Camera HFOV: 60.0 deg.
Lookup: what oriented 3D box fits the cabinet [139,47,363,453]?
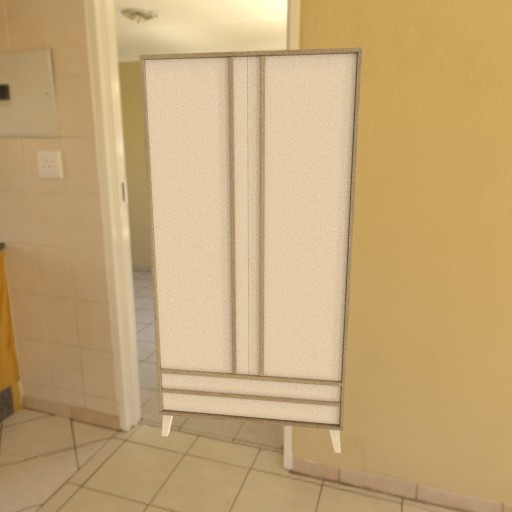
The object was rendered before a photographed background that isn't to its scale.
[{"bbox_3d":[0.000,0.000,2.471,1.006,1.999,0.571,2,13,8],"label":"cabinet"}]
